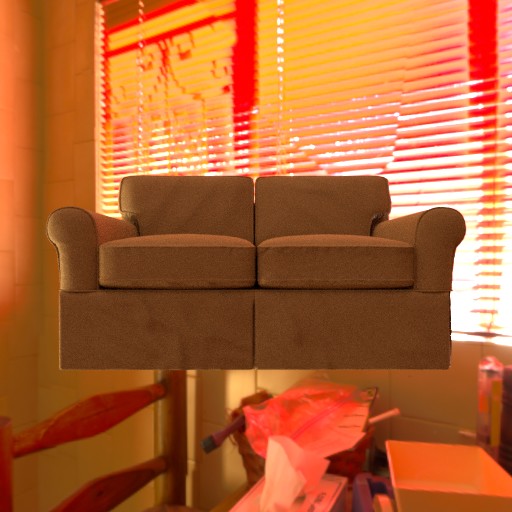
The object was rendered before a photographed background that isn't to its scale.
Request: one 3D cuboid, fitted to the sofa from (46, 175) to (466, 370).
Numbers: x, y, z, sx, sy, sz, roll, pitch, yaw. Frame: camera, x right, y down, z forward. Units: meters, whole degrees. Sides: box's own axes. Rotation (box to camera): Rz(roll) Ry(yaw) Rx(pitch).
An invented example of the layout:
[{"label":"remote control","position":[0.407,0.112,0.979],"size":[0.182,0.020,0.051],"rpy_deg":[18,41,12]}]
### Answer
[{"label":"sofa","position":[0.000,0.000,2.265],"size":[1.727,0.940,0.991],"rpy_deg":[0,0,0]}]
